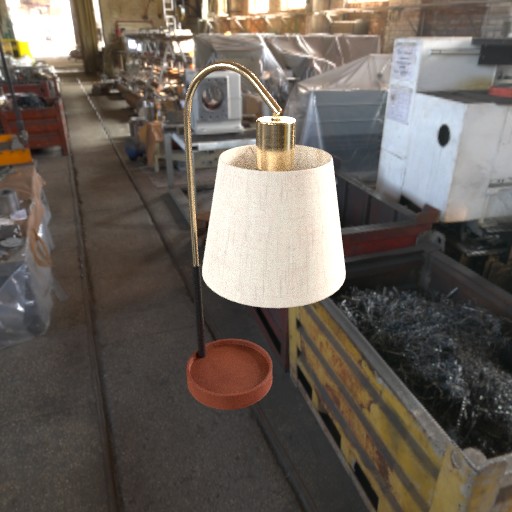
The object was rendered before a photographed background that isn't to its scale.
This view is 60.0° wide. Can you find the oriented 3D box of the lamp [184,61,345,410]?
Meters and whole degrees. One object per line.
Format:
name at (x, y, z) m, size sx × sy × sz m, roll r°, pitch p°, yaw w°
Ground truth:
lamp at (0.000, 0.000, 0.668) m, size 0.273 × 0.536 × 0.211 m, roll 17°, pitch 31°, yaw 30°
